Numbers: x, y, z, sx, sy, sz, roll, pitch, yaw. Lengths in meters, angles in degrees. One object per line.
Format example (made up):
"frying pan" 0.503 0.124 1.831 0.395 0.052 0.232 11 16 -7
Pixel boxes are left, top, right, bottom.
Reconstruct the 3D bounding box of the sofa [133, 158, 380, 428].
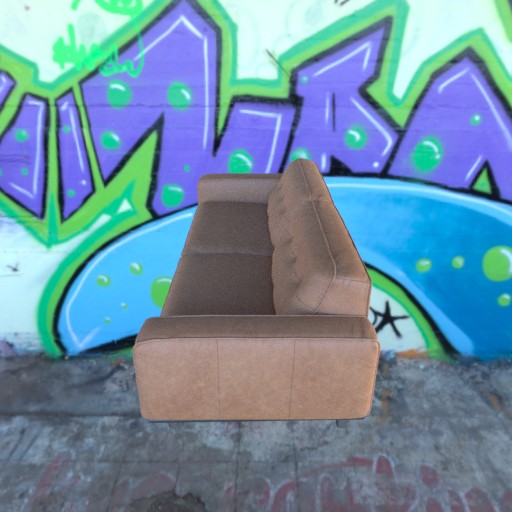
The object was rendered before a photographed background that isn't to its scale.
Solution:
"sofa" 0.000 0.000 2.735 0.953 0.780 2.270 0 26 0
